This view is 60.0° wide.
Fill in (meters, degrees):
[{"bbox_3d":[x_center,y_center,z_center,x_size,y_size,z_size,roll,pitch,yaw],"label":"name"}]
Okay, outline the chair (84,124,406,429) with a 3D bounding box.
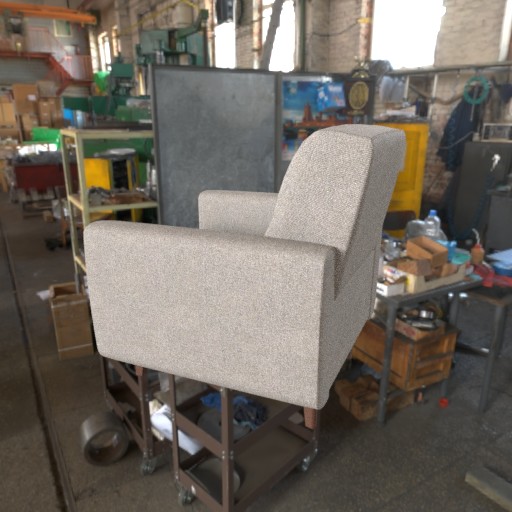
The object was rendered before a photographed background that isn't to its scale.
[{"bbox_3d":[0.000,0.000,1.689,0.942,0.968,0.845,8,20,24],"label":"chair"}]
